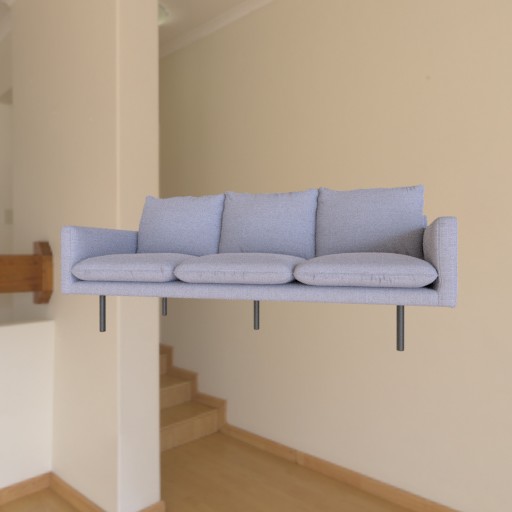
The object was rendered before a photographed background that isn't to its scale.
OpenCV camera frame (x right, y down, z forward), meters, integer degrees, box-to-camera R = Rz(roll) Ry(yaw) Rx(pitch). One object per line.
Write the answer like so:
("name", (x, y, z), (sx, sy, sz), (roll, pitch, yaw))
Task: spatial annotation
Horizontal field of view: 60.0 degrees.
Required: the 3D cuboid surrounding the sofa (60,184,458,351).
("sofa", (0.000, 0.000, 2.492), (2.000, 0.830, 0.850), (0, 0, 18))
